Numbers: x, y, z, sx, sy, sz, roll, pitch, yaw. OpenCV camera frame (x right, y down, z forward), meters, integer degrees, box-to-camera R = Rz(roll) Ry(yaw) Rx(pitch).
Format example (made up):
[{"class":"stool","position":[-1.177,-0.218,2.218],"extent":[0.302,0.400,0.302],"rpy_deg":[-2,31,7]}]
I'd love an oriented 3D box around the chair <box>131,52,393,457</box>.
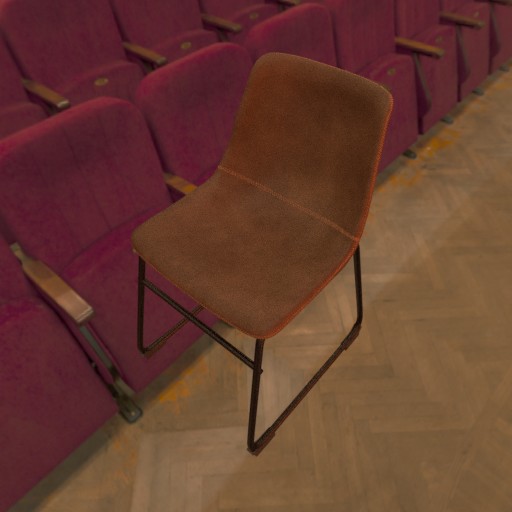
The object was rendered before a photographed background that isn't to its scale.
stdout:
[{"class":"chair","position":[0.000,0.000,1.108],"extent":[0.460,0.780,0.551],"rpy_deg":[32,54,27]}]
